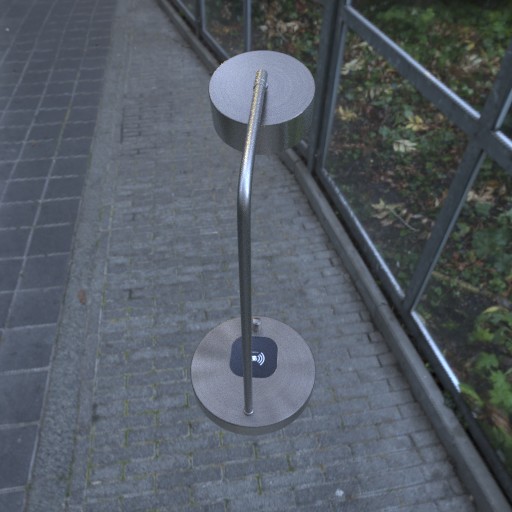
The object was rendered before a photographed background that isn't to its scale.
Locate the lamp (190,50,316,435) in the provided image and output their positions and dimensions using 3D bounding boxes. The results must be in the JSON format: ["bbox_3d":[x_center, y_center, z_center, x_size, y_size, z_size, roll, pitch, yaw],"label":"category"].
[{"bbox_3d":[0.000,0.000,0.644,0.211,0.469,0.334,3,46,3],"label":"lamp"}]
